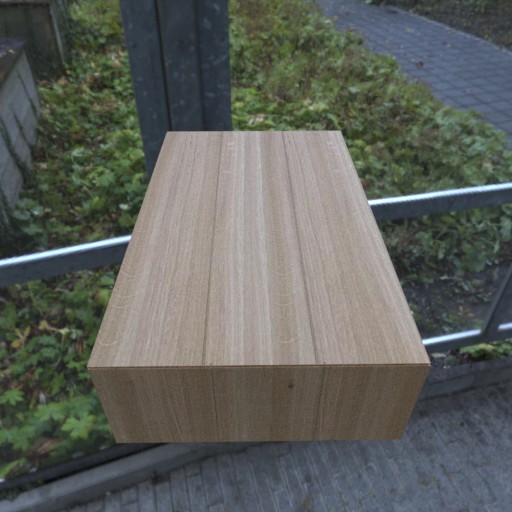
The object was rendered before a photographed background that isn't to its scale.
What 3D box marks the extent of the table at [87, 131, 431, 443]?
[{"bbox_3d":[0.000,0.000,1.412,0.678,0.353,1.110,0,39,-1],"label":"table"}]
